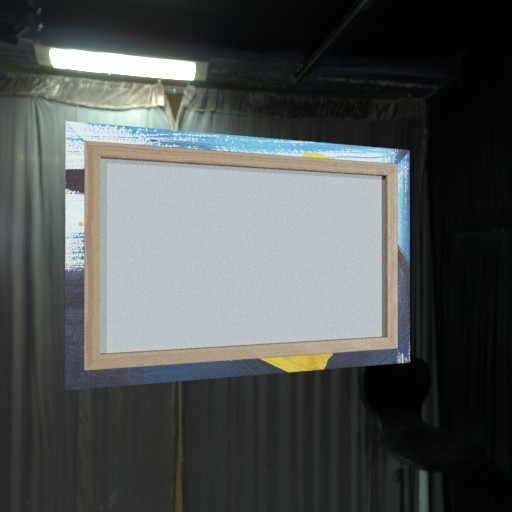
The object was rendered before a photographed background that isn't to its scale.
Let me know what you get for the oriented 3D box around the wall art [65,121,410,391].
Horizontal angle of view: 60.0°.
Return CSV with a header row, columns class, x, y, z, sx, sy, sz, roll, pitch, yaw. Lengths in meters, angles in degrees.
class,x,y,z,sx,sy,sz,roll,pitch,yaw
wall art,0.000,0.000,1.155,0.914,0.610,0.039,0,0,-17
